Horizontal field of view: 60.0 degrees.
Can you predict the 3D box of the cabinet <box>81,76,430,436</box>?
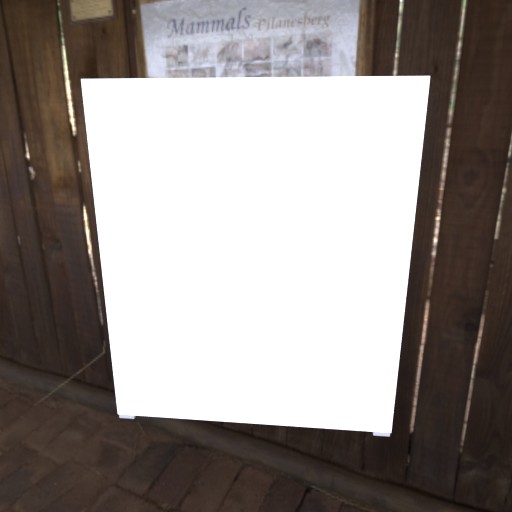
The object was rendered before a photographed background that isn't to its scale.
[{"bbox_3d":[0.000,0.000,1.630,1.000,1.190,0.400,2,18,6],"label":"cabinet"}]
